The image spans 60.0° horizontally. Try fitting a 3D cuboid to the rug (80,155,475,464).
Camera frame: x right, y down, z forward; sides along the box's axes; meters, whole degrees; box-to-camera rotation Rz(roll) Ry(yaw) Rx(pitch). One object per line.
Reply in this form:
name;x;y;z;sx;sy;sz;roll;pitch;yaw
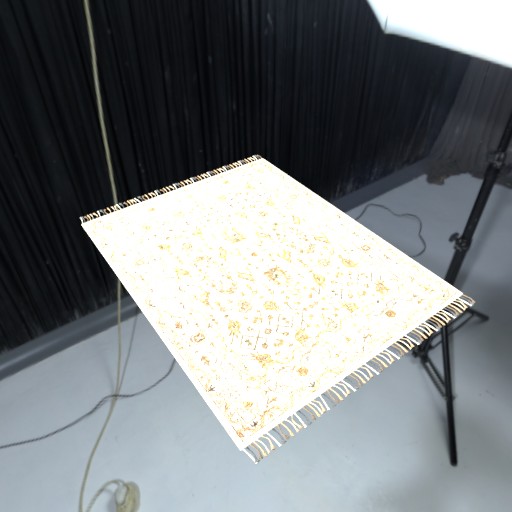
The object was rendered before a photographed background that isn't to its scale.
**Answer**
rug;0.000;0.000;2.294;1.278;0.009;1.726;-26;47;-26
